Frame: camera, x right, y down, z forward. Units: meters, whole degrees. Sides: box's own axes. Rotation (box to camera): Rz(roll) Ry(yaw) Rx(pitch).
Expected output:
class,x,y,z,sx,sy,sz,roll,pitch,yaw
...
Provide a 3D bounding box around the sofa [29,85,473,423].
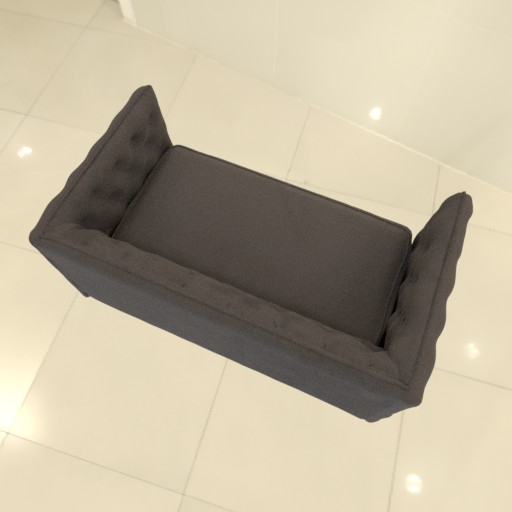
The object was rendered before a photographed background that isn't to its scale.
class,x,y,z,sx,sy,sz,roll,pitch,yaw
sofa,0.000,0.000,2.070,1.583,0.810,0.909,22,67,10
